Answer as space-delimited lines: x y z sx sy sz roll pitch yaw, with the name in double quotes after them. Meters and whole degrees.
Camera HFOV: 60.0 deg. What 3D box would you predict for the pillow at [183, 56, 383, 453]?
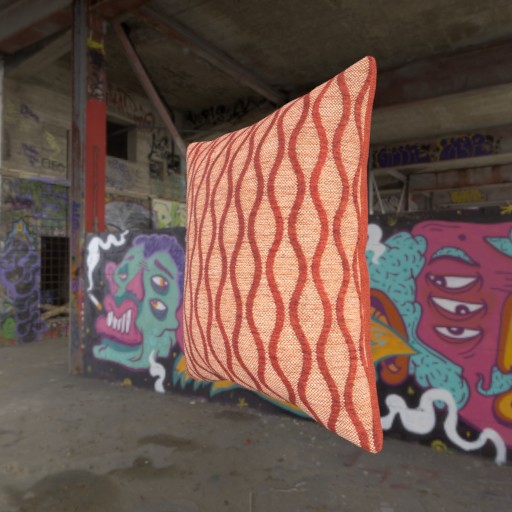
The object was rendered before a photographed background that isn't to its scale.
0.000 0.000 0.646 0.159 0.434 0.429 1 -2 -37 "pillow"
